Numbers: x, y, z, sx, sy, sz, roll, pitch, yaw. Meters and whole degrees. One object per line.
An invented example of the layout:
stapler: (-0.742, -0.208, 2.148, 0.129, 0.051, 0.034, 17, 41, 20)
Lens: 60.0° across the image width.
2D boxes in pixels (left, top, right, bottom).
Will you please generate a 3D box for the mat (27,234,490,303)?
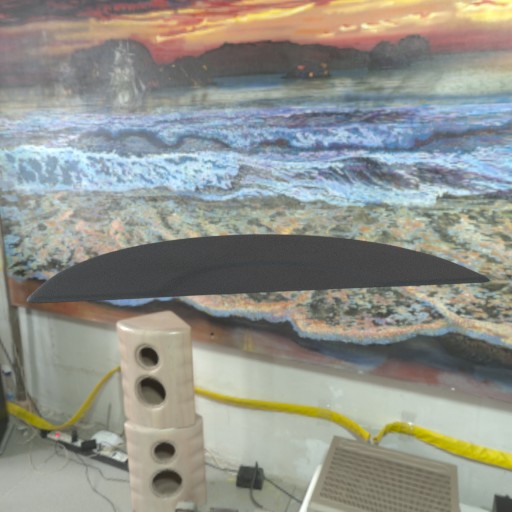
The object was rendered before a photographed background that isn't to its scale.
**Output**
mat: (0.000, 0.000, 1.847, 1.525, 0.016, 0.917, -2, 14, -8)
